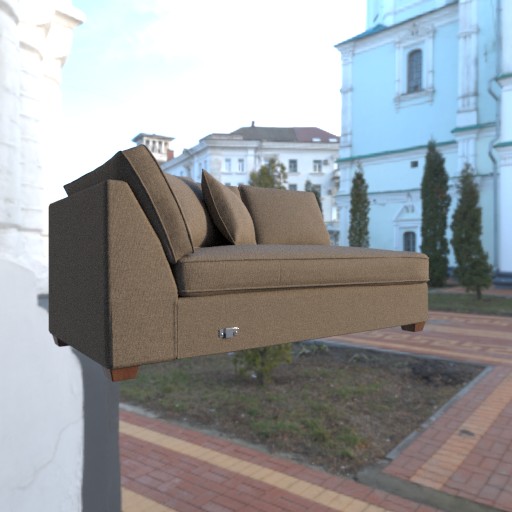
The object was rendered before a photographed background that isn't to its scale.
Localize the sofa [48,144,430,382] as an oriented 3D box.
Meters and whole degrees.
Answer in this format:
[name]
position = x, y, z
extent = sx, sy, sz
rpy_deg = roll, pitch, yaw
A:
[sofa]
position = 0.000, 0.000, 2.824
extent = 2.237, 1.033, 1.110
rpy_deg = 0, 0, -36
